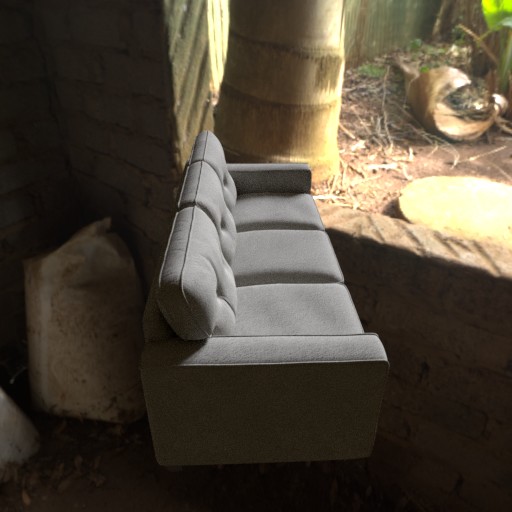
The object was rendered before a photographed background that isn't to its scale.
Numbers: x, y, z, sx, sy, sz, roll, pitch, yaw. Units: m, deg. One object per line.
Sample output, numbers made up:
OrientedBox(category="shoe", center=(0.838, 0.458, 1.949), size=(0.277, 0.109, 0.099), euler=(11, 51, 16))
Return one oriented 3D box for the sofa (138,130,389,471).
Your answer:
OrientedBox(category="sofa", center=(0.000, 0.000, 2.578), size=(0.939, 0.965, 2.133), euler=(-1, 31, -2))
